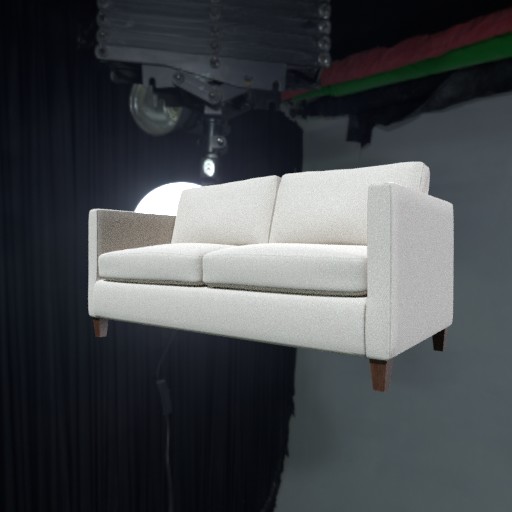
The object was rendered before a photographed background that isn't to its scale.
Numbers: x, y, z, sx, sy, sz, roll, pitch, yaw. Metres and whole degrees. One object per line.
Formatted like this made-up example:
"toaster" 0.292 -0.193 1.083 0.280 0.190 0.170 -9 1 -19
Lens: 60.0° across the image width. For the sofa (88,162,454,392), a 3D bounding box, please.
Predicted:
"sofa" 0.000 0.000 2.266 1.722 0.888 0.873 0 1 36
